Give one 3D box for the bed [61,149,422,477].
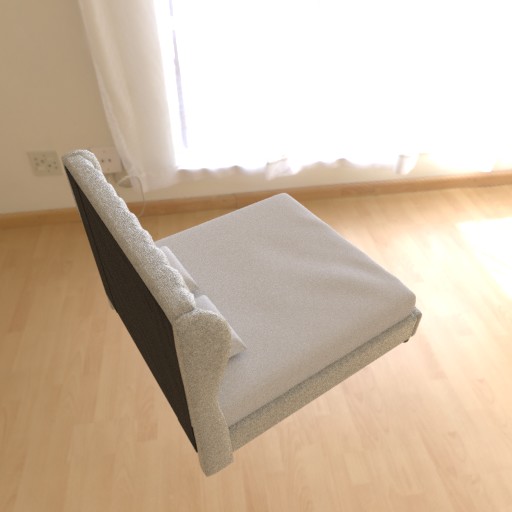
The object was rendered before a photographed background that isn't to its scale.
[{"bbox_3d":[0.000,0.000,3.917,2.347,1.771,2.219,-24,47,-24],"label":"bed"}]
